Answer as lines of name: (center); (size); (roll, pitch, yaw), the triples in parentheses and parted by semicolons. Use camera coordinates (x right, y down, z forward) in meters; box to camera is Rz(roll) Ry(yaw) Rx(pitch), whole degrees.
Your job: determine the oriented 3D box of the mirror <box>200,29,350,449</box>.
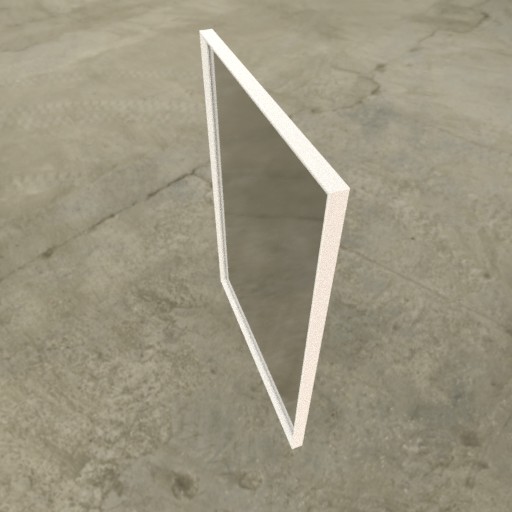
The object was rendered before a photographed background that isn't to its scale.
mirror: (0.000, 0.000, 1.306); (0.041, 1.016, 0.762); (-15, 47, -14)
